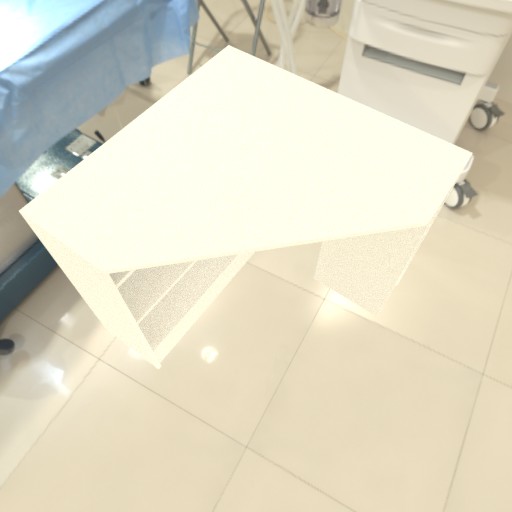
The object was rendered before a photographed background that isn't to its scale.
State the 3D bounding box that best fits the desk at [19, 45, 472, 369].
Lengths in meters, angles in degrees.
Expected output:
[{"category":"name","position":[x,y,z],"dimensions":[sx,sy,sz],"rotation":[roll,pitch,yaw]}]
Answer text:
[{"category":"desk","position":[0.000,0.000,1.619],"dimensions":[0.926,0.818,0.940],"rotation":[32,63,18]}]
